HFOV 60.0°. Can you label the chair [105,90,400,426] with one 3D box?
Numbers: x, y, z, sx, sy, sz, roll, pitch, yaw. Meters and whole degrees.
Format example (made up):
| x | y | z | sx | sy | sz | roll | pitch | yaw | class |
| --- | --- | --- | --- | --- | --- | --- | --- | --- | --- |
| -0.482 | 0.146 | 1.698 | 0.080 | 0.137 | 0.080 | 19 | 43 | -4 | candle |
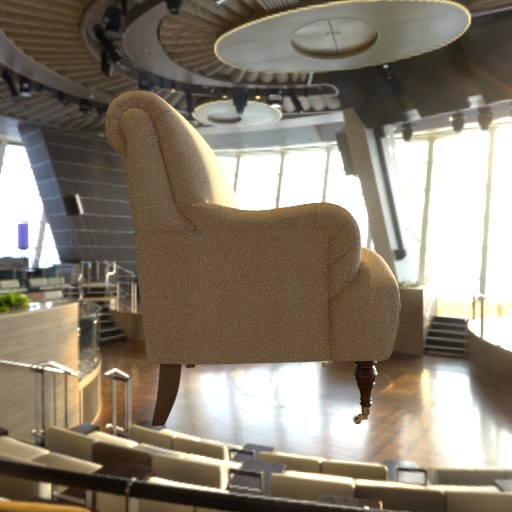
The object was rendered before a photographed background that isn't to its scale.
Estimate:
| x | y | z | sx | sy | sz | roll | pitch | yaw | class |
| --- | --- | --- | --- | --- | --- | --- | --- | --- | --- |
| 0.000 | 0.000 | 1.559 | 0.842 | 0.944 | 0.766 | 0 | 1 | 0 | chair |
